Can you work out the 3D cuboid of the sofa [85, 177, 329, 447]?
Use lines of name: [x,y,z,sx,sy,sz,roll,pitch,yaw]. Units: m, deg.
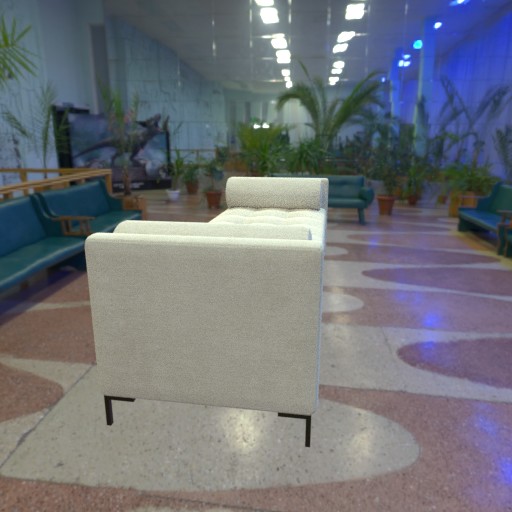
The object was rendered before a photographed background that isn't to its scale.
sofa: [0.000,0.000,2.230,0.686,0.635,1.981,2,15,9]
